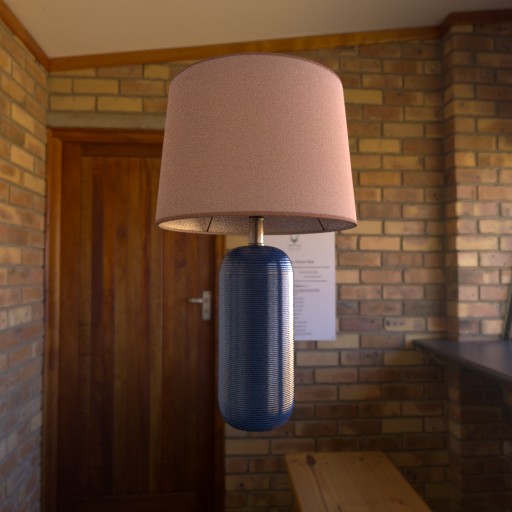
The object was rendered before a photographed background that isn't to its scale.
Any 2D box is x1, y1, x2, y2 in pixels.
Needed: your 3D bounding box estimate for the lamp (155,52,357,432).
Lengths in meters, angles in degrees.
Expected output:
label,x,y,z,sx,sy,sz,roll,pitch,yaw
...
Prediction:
label,x,y,z,sx,sy,sz,roll,pitch,yaw
lamp,0.000,0.000,0.823,0.367,0.609,0.367,0,-2,0
